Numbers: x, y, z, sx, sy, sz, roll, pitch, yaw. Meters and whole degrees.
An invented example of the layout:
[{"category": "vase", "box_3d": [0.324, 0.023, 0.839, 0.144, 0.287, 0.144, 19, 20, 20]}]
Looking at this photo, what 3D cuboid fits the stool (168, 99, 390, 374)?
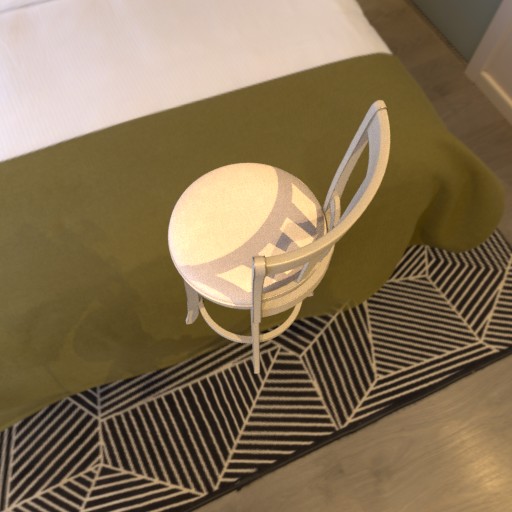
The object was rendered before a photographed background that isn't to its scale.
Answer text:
[{"category": "stool", "box_3d": [0.000, 0.000, 1.283, 0.475, 1.042, 0.436, 33, 69, 14]}]
